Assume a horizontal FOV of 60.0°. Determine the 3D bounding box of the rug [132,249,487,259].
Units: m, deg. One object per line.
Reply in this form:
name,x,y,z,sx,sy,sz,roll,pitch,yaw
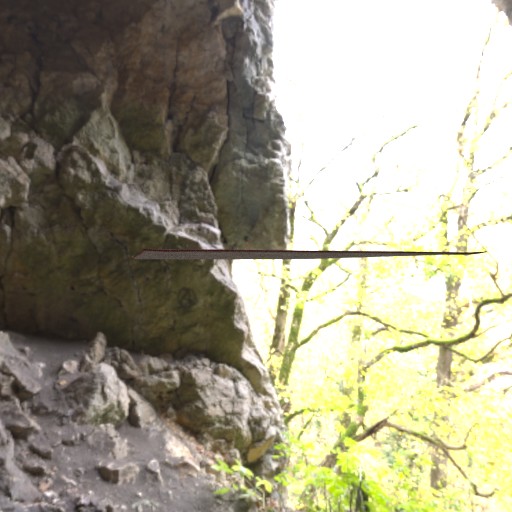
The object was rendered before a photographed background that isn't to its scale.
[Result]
rug,0.000,0.000,2.887,1.521,0.026,2.286,0,-1,-17
